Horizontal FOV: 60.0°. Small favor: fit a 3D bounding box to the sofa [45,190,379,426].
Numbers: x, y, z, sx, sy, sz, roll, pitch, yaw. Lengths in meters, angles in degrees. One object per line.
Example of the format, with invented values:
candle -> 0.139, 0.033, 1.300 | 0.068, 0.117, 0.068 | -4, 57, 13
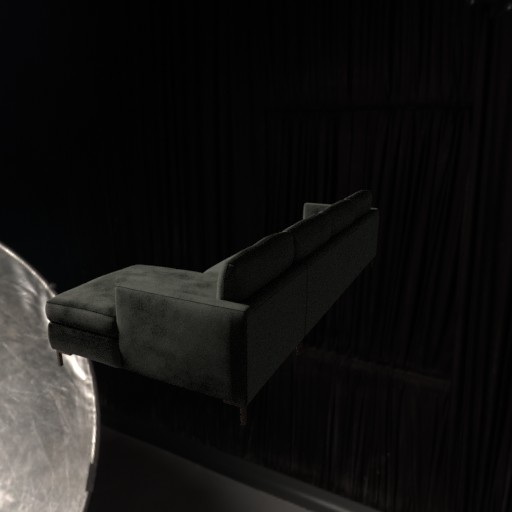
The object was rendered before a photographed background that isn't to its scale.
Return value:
sofa -> 0.000, 0.000, 3.302 | 1.255, 0.756, 2.725 | 8, 18, 25
